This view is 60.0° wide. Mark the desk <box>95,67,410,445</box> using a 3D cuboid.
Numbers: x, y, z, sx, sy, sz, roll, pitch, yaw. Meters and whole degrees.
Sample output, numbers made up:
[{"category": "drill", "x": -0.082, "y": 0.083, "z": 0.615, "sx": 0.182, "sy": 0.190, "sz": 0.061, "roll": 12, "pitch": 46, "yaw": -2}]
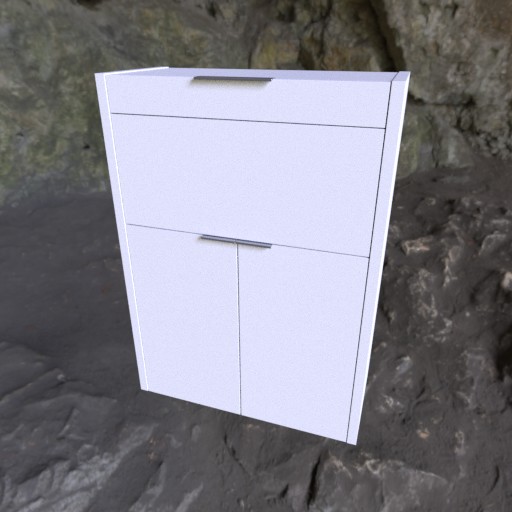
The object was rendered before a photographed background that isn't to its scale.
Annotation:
[{"category": "desk", "x": 0.000, "y": 0.000, "z": 1.554, "sx": 0.850, "sy": 1.190, "sz": 0.390, "roll": 8, "pitch": 27, "yaw": 17}]
